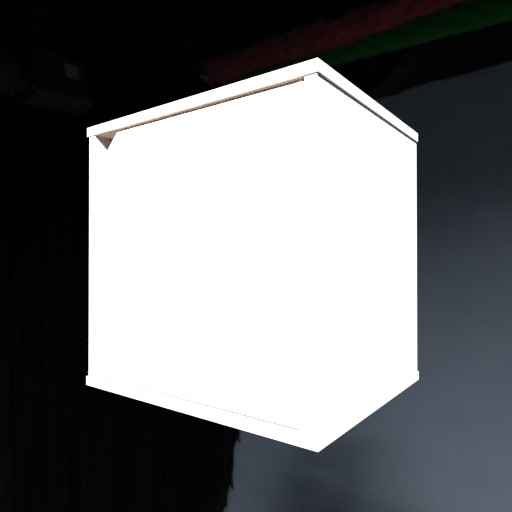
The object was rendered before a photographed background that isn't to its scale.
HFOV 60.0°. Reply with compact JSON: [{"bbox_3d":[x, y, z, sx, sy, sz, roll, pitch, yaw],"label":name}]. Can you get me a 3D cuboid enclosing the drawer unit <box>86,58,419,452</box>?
[{"bbox_3d":[0.000,0.000,0.606,0.349,0.344,0.290,0,-1,36],"label":"drawer unit"}]
